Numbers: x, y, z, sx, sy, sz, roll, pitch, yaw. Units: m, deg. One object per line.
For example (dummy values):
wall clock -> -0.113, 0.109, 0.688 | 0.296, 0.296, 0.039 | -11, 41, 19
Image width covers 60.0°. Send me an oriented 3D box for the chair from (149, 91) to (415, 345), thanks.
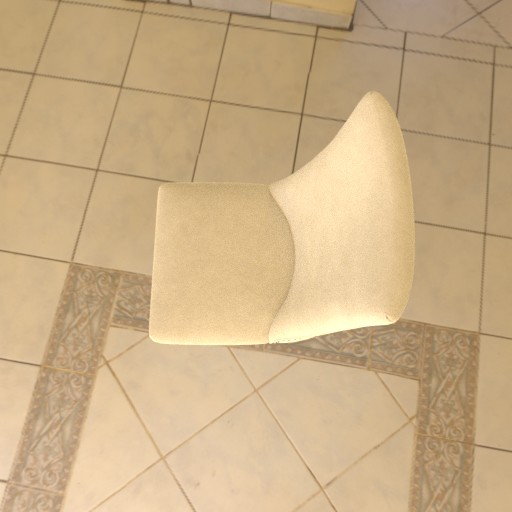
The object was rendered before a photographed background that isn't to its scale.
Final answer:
chair -> 0.000, 0.000, 1.272 | 0.610, 0.902, 0.495 | 0, 75, 0
